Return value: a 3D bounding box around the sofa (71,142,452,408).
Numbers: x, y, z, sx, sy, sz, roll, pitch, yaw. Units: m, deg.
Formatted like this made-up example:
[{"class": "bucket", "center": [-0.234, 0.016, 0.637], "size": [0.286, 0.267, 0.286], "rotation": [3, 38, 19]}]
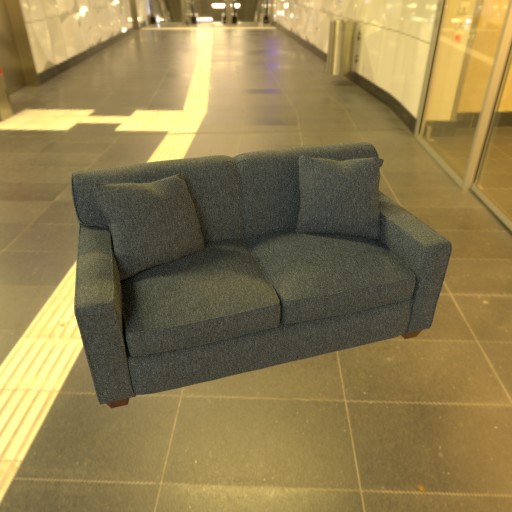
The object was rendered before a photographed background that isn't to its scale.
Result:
[{"class": "sofa", "center": [0.000, 0.000, 2.484], "size": [1.846, 0.958, 0.998], "rotation": [-9, 33, -15]}]
